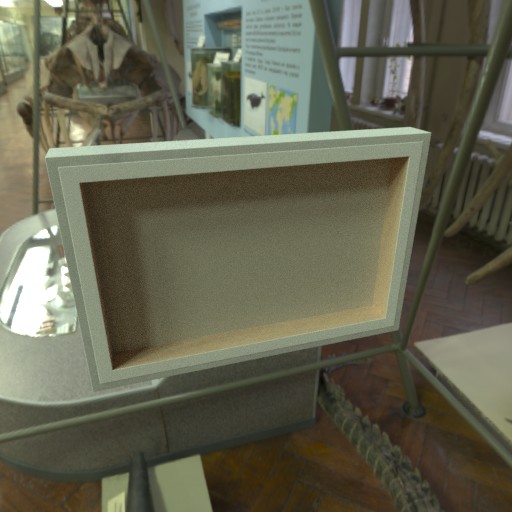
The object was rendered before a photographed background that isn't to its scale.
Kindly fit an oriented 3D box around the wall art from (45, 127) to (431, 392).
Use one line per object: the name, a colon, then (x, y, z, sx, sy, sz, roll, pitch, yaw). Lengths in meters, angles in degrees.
wall art: (0.000, 0.000, 0.492, 0.381, 0.254, 0.038, -8, 27, -16)
